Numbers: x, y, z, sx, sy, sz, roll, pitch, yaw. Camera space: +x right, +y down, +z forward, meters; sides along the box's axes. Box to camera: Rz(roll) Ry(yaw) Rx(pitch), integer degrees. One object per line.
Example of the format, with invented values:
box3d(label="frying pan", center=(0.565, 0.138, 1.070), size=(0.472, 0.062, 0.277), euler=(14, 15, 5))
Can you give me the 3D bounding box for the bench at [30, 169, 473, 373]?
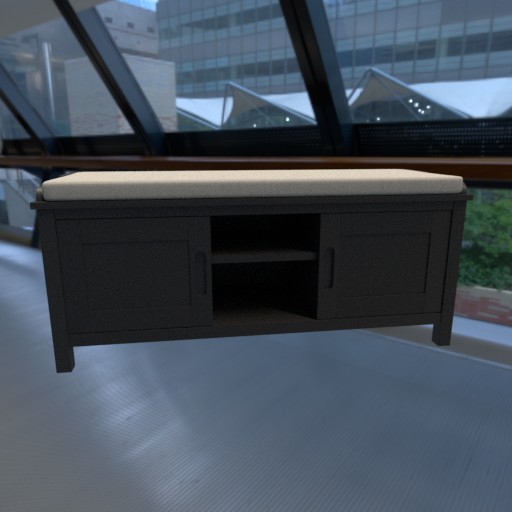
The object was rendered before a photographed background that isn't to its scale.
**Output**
box3d(label="bench", center=(0.000, 0.000, 1.368), size=(1.140, 0.501, 0.398), euler=(-2, 15, -8))
